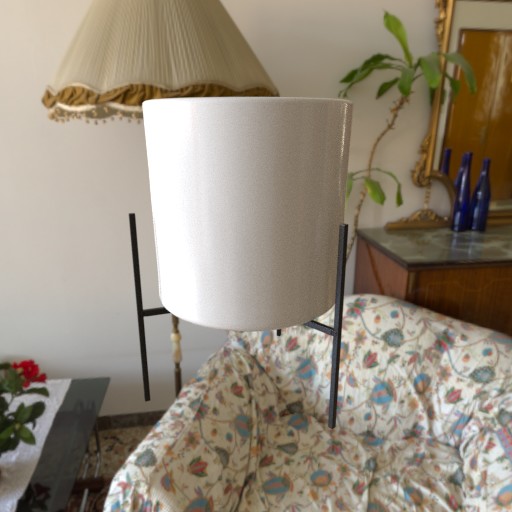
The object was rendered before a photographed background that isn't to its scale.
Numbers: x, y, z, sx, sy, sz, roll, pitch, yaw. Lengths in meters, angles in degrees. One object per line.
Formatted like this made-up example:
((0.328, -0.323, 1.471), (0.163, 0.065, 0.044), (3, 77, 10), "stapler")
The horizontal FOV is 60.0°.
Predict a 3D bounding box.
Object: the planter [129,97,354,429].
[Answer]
((0.000, 0.000, 0.653), (0.307, 0.431, 0.308), (-16, 24, -42), "planter")
